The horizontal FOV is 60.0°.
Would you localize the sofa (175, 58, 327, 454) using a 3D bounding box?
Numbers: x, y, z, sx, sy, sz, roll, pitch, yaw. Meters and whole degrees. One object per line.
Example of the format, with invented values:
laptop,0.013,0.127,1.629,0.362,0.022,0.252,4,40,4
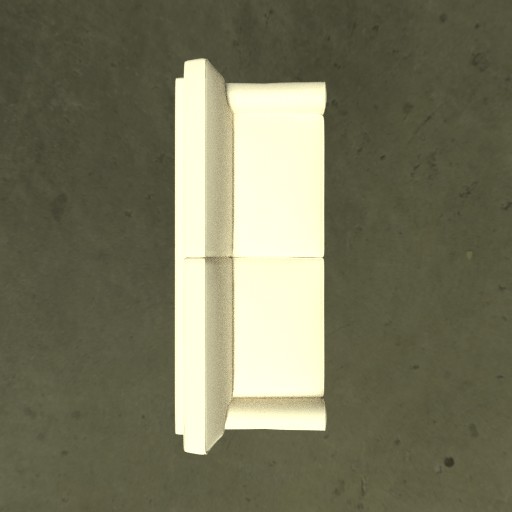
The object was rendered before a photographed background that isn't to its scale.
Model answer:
sofa,0.000,0.000,2.595,0.862,0.937,2.021,0,90,0
